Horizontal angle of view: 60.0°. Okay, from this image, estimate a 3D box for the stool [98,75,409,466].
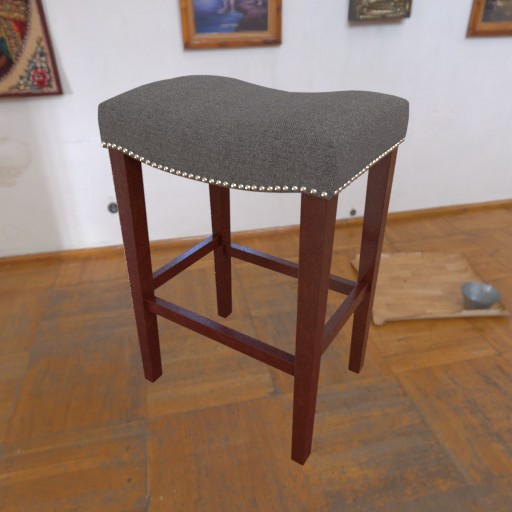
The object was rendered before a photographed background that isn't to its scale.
[{"bbox_3d":[0.000,0.000,1.029,0.504,0.742,0.372,18,35,28],"label":"stool"}]
